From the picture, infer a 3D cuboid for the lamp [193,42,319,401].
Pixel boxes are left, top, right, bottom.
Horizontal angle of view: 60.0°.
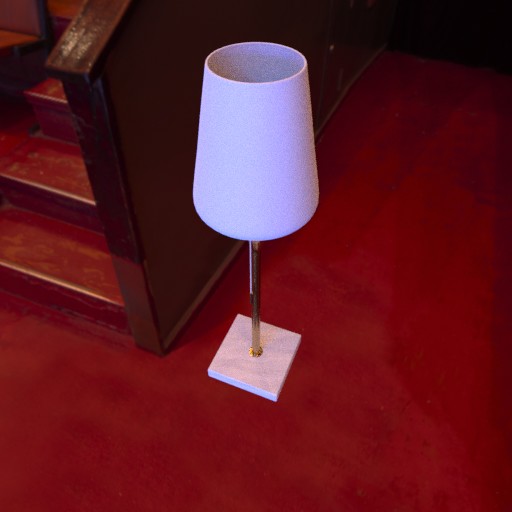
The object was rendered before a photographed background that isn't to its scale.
[{"bbox_3d":[0.000,0.000,0.735,0.181,0.639,0.181,16,48,15],"label":"lamp"}]
